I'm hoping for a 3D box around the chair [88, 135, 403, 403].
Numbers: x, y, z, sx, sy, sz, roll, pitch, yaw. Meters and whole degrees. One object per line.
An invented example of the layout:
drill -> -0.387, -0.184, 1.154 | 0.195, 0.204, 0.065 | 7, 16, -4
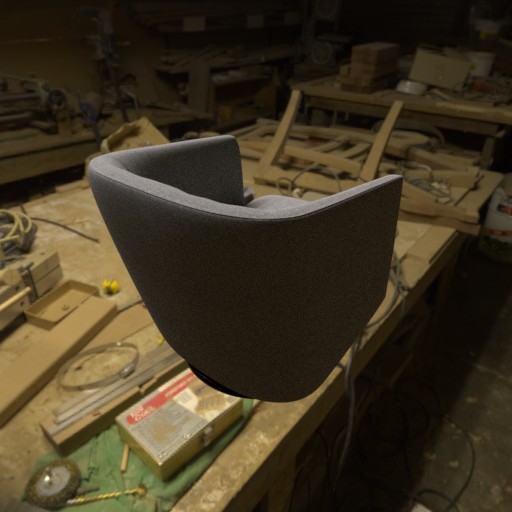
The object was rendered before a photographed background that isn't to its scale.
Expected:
chair -> 0.000, 0.000, 1.641 | 0.822, 0.861, 0.986 | 23, 37, 33
